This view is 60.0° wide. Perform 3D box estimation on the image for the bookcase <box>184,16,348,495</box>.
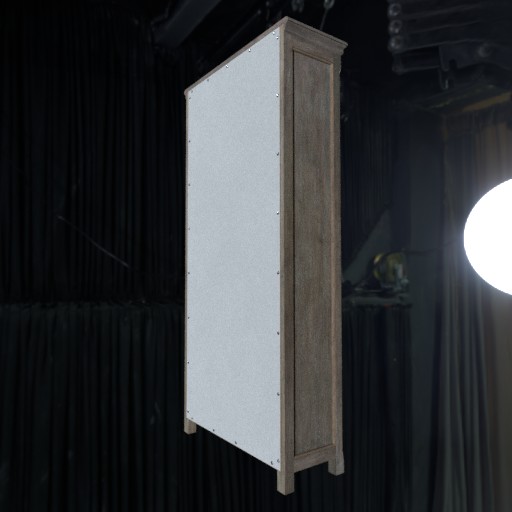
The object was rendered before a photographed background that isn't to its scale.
[{"bbox_3d":[0.000,0.000,2.189,0.348,1.880,0.906,2,-3,-36],"label":"bookcase"}]
